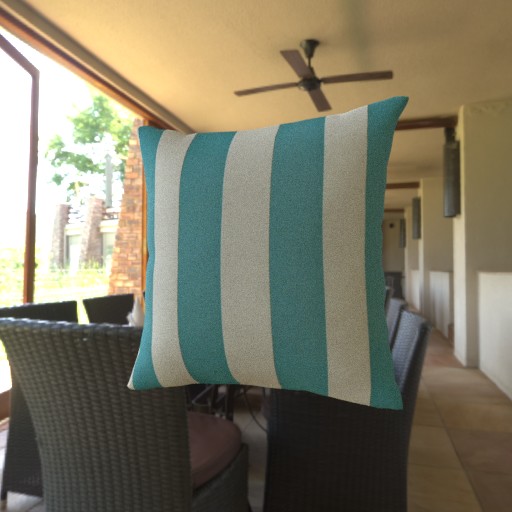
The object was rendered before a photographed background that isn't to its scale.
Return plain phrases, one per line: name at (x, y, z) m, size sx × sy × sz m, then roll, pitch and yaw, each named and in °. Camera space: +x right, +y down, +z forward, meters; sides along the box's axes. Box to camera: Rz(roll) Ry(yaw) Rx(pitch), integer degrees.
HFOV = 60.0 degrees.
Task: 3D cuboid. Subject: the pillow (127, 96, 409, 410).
pillow at (0.000, 0.000, 0.815) m, size 0.536 × 0.526 × 0.189 m, roll -1°, pitch -2°, yaw 18°
